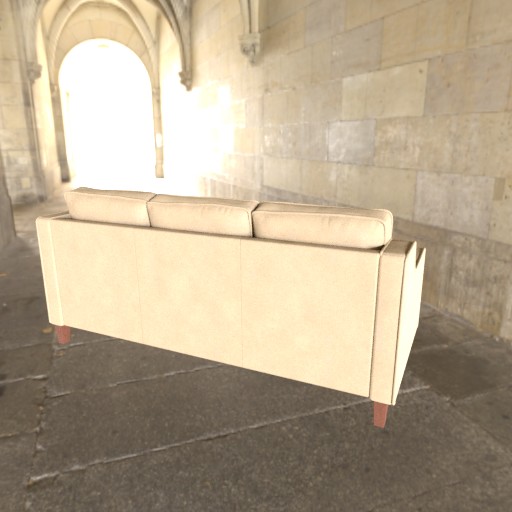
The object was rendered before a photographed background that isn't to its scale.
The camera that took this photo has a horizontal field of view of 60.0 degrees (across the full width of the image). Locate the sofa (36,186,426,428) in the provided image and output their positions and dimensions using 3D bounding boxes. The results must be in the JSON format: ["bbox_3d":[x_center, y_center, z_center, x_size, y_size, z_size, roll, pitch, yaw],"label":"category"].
[{"bbox_3d":[0.000,0.000,3.267,2.317,1.066,1.858,7,16,24],"label":"sofa"}]
